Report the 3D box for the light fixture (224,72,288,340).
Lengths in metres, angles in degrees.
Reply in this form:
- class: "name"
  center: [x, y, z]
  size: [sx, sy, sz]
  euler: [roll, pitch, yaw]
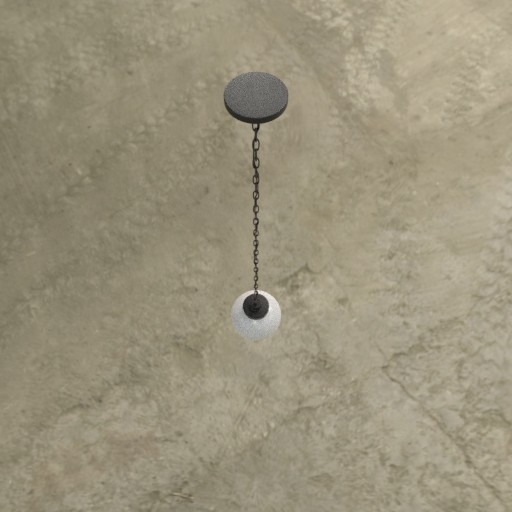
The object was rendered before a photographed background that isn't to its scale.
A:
- class: "light fixture"
  center: [0.000, 0.000, 2.003]
  size: [0.304, 1.867, 0.305]
  euler: [-3, 63, -2]
